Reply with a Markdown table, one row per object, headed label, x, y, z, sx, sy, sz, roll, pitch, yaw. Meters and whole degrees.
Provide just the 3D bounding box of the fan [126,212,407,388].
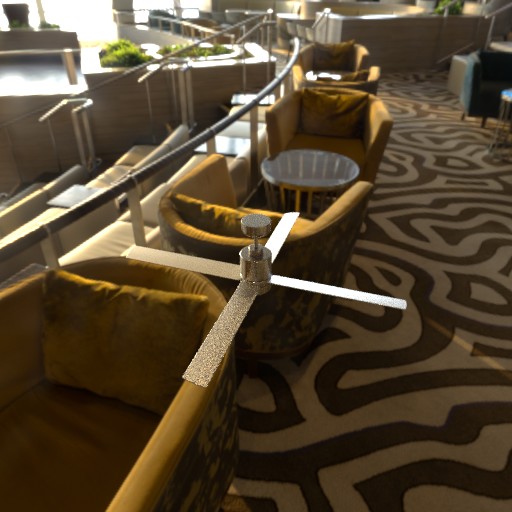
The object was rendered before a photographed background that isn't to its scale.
| label | x | y | z | sx | sy | sz | roll | pitch | yaw |
| --- | --- | --- | --- | --- | --- | --- | --- | --- | --- |
| fan | 0.000 | 0.000 | 1.960 | 1.322 | 0.355 | 1.322 | 10 | 34 | 16 |
